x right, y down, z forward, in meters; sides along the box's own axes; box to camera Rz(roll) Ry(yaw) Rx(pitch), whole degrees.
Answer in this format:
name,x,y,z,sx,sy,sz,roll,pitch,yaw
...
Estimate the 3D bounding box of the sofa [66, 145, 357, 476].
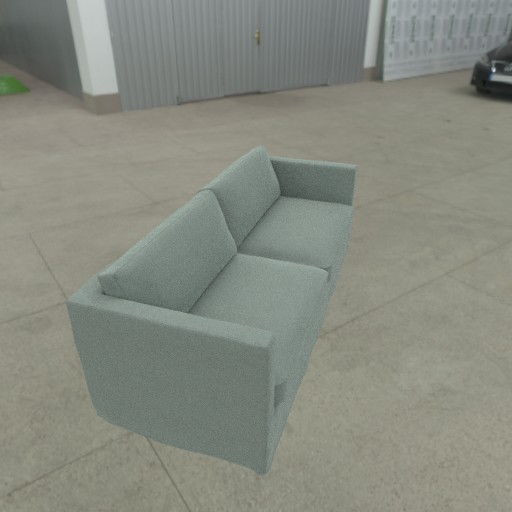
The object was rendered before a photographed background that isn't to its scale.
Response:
name,x,y,z,sx,sy,sz,roll,pitch,yaw
sofa,0.000,0.000,2.831,0.962,0.853,2.312,10,31,17
